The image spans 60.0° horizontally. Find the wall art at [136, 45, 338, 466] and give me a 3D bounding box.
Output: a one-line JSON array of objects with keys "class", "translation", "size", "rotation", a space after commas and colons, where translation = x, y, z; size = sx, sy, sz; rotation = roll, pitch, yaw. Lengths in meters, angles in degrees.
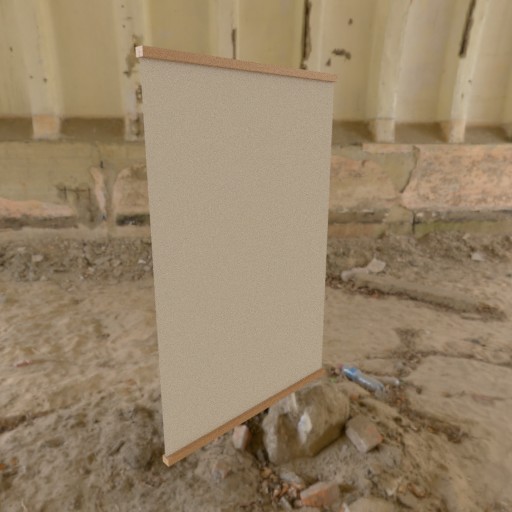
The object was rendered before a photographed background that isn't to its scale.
[{"class": "wall art", "translation": [0.000, 0.000, 1.879], "size": [0.991, 1.510, 0.040], "rotation": [-15, 21, -42]}]
